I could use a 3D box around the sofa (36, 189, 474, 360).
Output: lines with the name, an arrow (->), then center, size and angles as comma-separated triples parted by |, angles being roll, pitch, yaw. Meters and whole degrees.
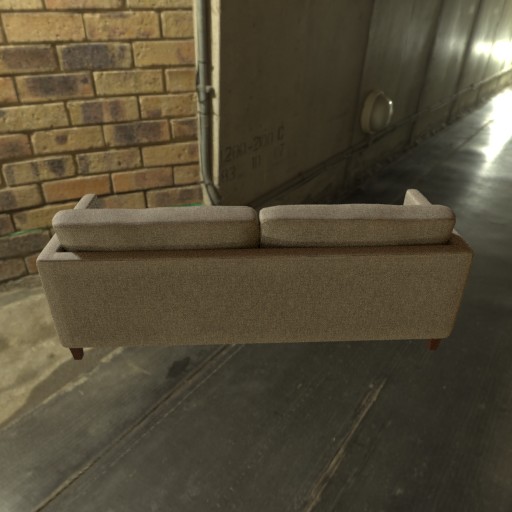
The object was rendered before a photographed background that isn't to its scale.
sofa -> 0.000, 0.000, 2.943 | 2.434, 0.951, 0.948 | -1, 31, -2
